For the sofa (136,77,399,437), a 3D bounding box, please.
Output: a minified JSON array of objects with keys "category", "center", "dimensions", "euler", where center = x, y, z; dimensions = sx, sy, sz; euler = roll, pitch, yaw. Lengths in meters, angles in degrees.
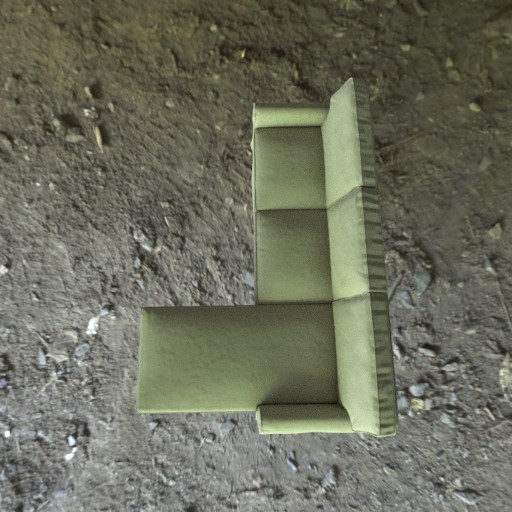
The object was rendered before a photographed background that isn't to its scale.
[{"category":"sofa","center":[0.000,0.000,3.299],"dimensions":[1.733,0.978,2.475],"euler":[-1,76,0]}]
